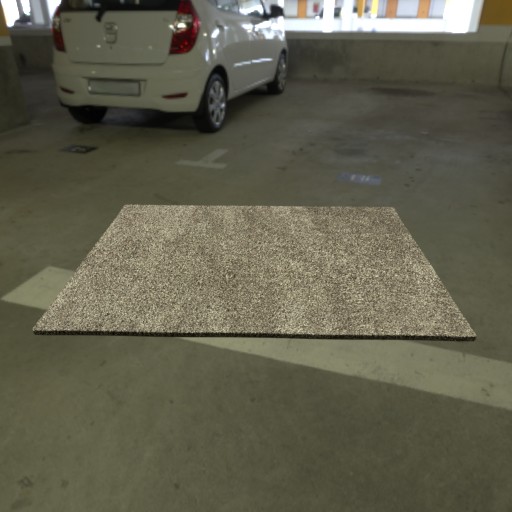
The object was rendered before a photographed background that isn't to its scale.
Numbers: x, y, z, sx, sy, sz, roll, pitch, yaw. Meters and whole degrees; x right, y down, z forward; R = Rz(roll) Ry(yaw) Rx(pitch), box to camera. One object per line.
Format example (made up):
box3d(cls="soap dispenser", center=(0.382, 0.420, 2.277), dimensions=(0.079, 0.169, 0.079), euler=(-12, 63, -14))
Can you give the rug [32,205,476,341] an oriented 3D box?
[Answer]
box3d(cls="rug", center=(0.000, 0.000, 2.118), dimensions=(1.601, 0.025, 1.198), euler=(1, 29, 1))
